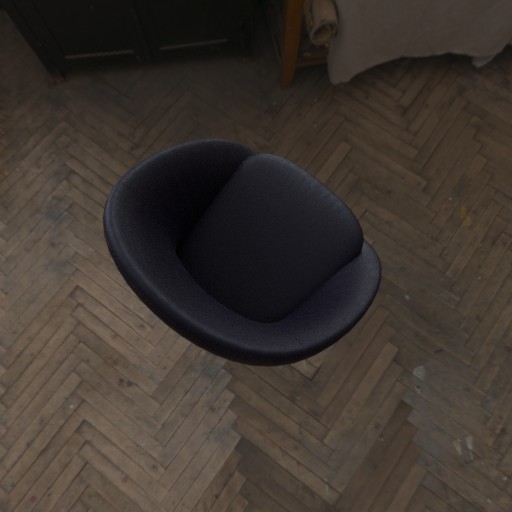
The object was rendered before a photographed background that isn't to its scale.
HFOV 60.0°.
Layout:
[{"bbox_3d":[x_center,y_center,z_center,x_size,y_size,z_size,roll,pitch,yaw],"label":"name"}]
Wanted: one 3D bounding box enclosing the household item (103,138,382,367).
[{"bbox_3d":[0.000,0.000,1.248,0.623,0.852,0.573,41,79,10],"label":"household item"}]
